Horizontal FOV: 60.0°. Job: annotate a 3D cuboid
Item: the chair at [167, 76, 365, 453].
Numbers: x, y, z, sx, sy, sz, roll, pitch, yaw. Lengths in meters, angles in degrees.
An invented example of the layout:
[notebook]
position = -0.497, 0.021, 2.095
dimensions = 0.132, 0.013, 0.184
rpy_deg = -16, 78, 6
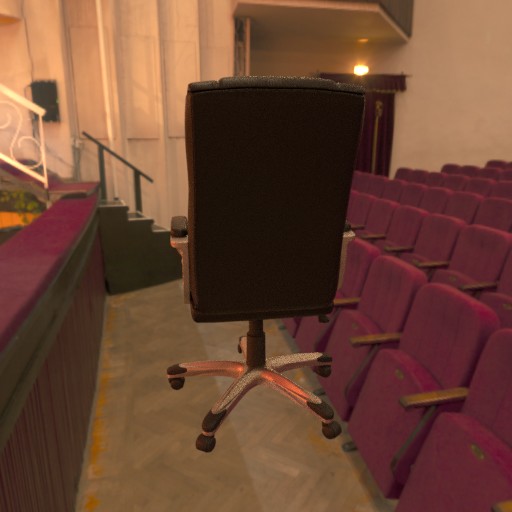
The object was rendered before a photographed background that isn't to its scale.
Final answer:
[chair]
position = 0.000, 0.000, 1.627
dimensions = 0.700, 1.145, 0.780
rpy_deg = -2, 15, -9
